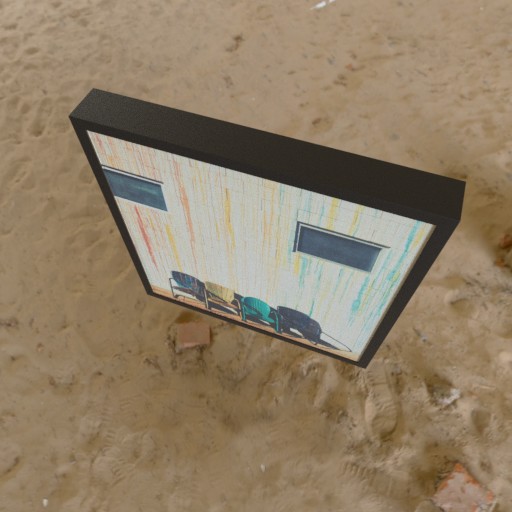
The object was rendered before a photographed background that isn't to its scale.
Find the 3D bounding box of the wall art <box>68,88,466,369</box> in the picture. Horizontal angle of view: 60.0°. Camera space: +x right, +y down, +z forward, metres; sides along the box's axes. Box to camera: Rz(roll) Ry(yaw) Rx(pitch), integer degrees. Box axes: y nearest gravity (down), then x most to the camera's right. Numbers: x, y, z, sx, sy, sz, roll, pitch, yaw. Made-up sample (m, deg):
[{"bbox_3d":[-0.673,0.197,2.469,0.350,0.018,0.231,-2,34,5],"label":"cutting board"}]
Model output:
[{"bbox_3d":[0.000,0.000,0.460,0.304,0.304,0.038,17,59,11],"label":"wall art"}]
